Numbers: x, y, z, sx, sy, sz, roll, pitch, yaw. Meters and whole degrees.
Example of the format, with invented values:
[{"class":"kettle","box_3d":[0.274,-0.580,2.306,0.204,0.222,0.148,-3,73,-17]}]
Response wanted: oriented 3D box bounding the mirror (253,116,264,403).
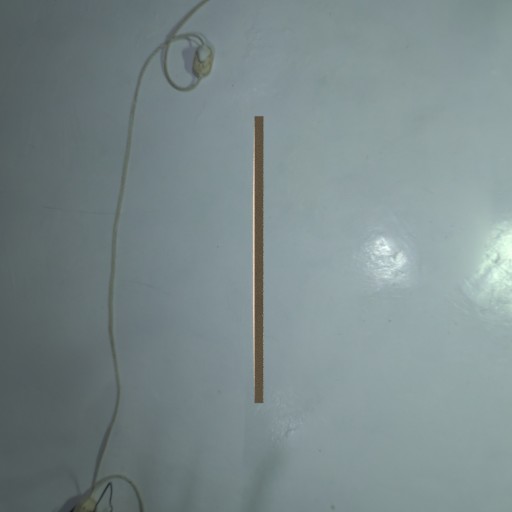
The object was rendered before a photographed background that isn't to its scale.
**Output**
[{"class":"mirror","box_3d":[0.000,0.000,2.270,0.026,2.031,0.812,0,91,0]}]
